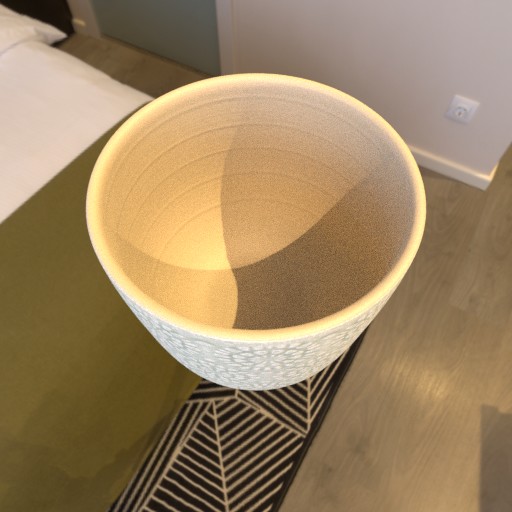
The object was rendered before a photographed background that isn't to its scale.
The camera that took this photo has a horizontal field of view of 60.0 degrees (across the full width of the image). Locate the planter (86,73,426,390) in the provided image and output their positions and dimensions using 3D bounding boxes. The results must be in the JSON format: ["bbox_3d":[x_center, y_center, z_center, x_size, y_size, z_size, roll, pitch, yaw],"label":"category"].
[{"bbox_3d":[0.000,0.000,0.210,0.124,0.109,0.124,0,59,0],"label":"planter"}]
